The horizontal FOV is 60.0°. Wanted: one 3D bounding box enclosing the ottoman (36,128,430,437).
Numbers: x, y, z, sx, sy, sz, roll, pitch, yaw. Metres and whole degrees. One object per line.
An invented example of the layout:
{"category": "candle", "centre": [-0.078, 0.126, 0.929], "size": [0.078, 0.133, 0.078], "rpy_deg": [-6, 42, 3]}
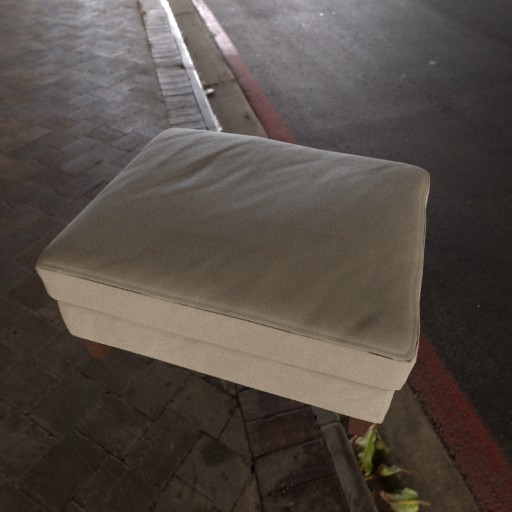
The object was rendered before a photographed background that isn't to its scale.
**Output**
{"category": "ottoman", "centre": [0.000, 0.000, 1.473], "size": [1.002, 0.492, 0.836], "rpy_deg": [13, 45, 13]}
